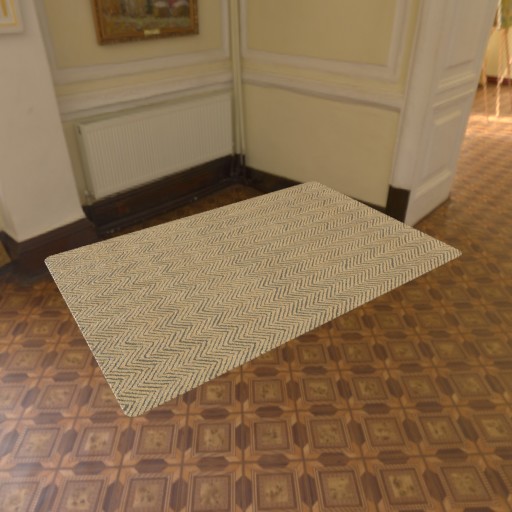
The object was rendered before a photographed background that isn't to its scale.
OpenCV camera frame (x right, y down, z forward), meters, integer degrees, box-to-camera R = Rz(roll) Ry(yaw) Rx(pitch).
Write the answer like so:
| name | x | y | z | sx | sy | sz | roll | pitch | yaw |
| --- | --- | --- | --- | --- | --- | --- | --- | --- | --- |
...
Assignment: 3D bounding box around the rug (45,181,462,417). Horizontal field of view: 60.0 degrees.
| name | x | y | z | sx | sy | sz | roll | pitch | yaw |
| --- | --- | --- | --- | --- | --- | --- | --- | --- | --- |
| rug | 0.000 | 0.000 | 2.200 | 1.752 | 0.008 | 1.144 | -20 | 37 | -29 |
